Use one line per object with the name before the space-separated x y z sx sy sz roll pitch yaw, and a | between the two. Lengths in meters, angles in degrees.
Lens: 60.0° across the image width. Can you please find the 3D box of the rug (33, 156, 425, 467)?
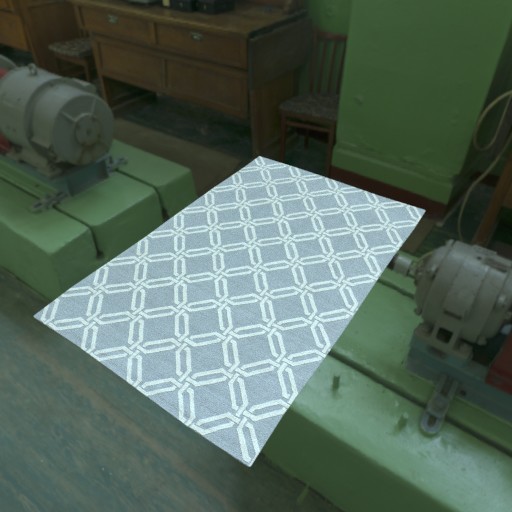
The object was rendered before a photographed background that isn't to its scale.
rug | 0.000 0.000 2.206 1.148 0.010 1.754 24 46 25
